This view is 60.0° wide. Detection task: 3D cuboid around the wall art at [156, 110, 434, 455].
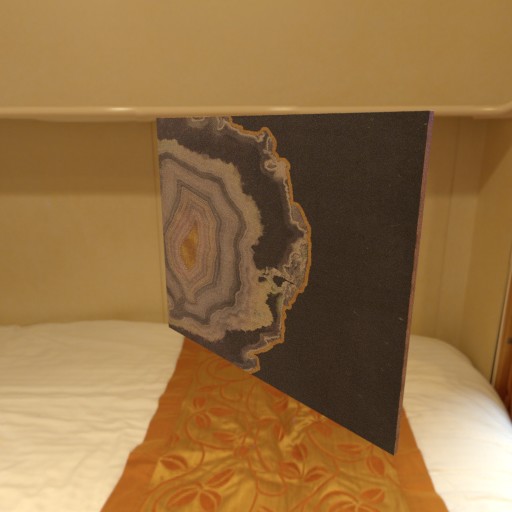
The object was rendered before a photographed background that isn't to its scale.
[{"bbox_3d":[0.000,0.000,0.674,0.010,0.408,0.508,-15,22,-41],"label":"wall art"}]
